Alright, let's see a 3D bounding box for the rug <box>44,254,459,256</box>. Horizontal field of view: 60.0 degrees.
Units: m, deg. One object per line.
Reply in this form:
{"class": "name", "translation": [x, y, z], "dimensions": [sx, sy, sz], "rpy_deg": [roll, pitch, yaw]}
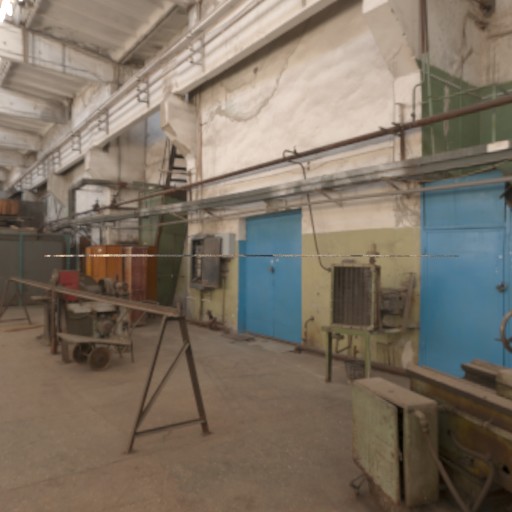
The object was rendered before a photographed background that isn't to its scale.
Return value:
{"class": "rug", "translation": [0.000, 0.000, 3.041], "dimensions": [2.423, 0.008, 1.513], "rpy_deg": [0, 0, -34]}
